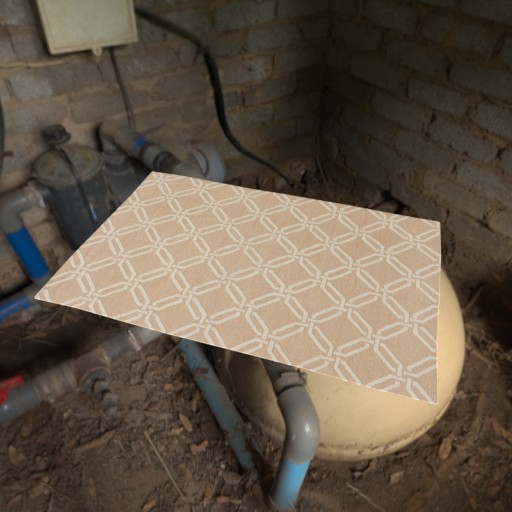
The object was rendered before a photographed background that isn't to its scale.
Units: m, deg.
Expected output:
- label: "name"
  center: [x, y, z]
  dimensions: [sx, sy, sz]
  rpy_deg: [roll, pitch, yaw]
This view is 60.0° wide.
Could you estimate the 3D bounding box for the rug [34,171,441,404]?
- label: "rug"
  center: [0.000, 0.000, 2.194]
  dimensions: [1.745, 0.010, 1.146]
  rpy_deg: [12, 43, 13]
